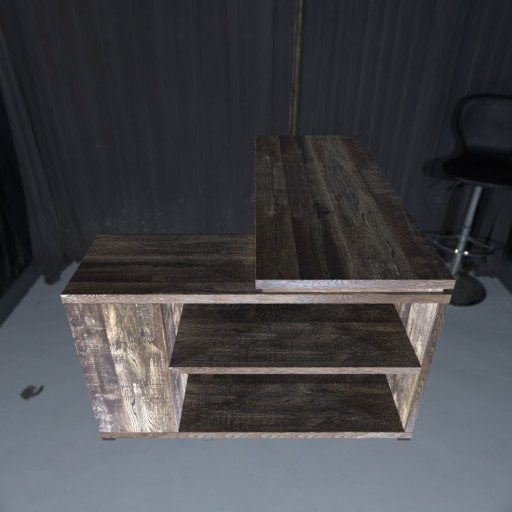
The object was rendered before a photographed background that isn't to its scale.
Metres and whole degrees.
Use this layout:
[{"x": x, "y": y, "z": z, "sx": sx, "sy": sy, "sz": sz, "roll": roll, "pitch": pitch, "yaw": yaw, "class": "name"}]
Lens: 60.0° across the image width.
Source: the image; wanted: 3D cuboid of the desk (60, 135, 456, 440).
[{"x": 0.000, "y": 0.000, "z": 2.177, "sx": 1.200, "sy": 0.753, "sz": 1.524, "roll": 0, "pitch": 31, "yaw": 0, "class": "desk"}]
